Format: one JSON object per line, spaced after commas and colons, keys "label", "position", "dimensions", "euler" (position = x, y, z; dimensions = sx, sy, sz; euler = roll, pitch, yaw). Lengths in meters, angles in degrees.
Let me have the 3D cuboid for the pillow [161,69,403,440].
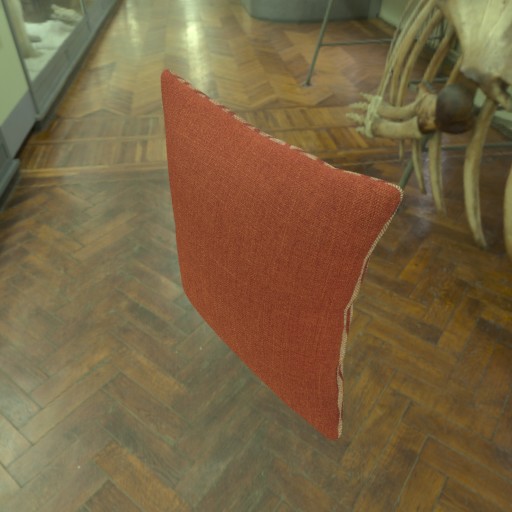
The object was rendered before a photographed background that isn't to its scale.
{"label": "pillow", "position": [0.000, 0.000, 0.650], "dimensions": [0.159, 0.434, 0.429], "euler": [-26, 46, -29]}
